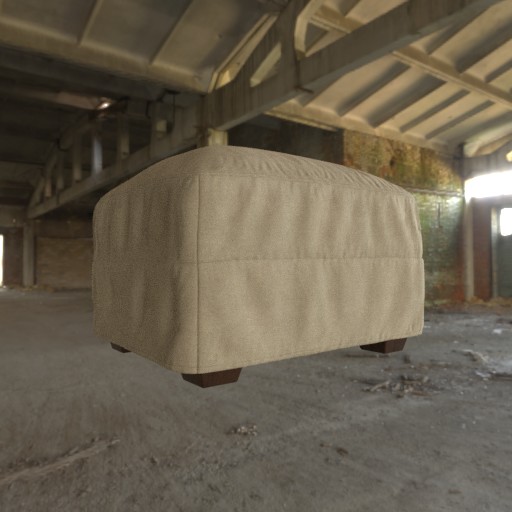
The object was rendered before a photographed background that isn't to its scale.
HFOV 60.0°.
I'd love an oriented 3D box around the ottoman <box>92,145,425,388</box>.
[{"bbox_3d":[0.000,0.000,1.139,0.712,0.480,0.584,1,-2,-37],"label":"ottoman"}]
